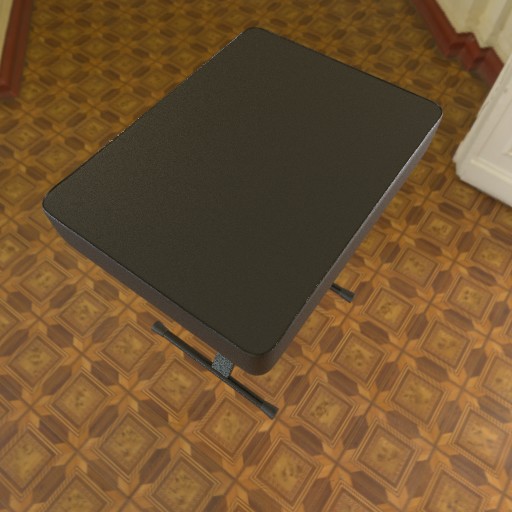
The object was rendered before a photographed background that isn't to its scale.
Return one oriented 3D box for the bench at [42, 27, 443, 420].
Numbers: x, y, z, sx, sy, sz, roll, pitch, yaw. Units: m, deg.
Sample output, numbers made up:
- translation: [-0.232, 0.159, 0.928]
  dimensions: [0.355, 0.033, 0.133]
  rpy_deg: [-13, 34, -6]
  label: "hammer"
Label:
- translation: [0.000, 0.000, 0.757]
  dimensions: [0.321, 0.500, 0.424]
  rpy_deg: [32, 64, 17]
  label: "bench"
